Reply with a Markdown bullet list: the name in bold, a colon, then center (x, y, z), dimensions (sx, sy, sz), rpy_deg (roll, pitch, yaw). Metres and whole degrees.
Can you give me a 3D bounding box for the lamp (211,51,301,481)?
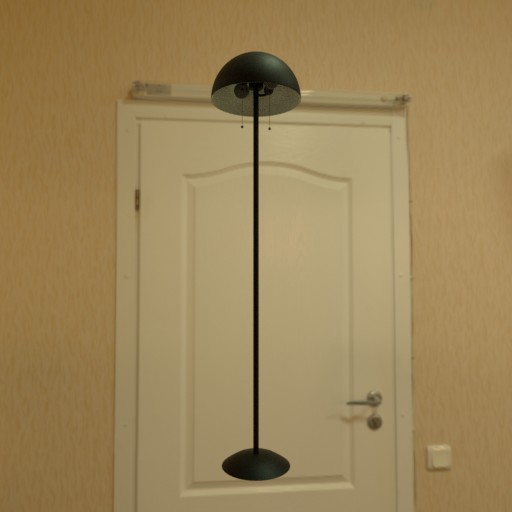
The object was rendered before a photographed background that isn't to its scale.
- **lamp**: center (0.000, 0.000, 1.597), dimensions (0.328, 1.480, 0.328), rpy_deg (2, -3, -35)
